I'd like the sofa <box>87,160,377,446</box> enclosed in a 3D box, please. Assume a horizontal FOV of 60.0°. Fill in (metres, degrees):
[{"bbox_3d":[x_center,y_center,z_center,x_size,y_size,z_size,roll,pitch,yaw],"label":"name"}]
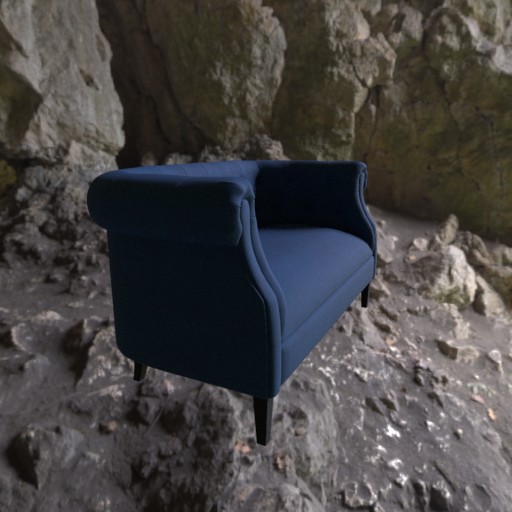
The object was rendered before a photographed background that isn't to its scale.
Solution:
[{"bbox_3d":[0.000,0.000,2.038,0.835,0.827,1.558,7,16,26],"label":"sofa"}]
